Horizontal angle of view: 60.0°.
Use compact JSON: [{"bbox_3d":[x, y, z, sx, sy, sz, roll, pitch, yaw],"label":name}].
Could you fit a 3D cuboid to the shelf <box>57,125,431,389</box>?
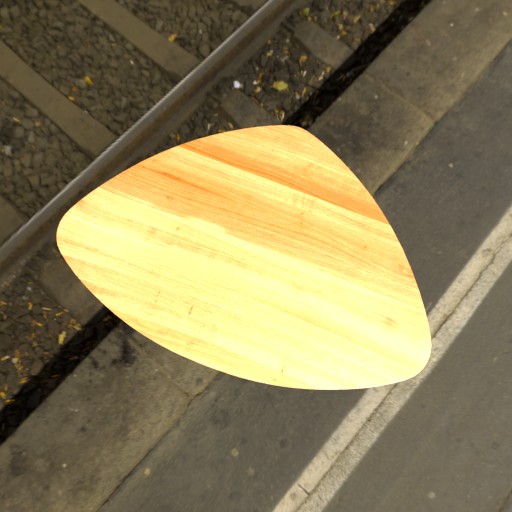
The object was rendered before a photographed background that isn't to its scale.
[{"bbox_3d":[0.000,0.000,1.647,1.240,0.439,0.863,19,75,6],"label":"shelf"}]
